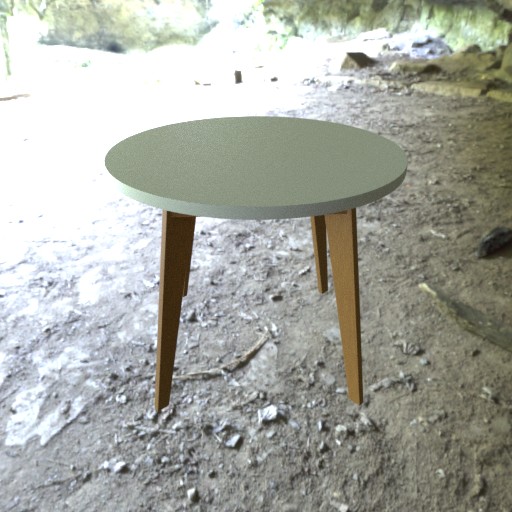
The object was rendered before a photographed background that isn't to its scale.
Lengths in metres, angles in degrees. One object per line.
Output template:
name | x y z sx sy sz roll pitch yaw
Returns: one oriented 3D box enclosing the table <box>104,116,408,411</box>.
table | 0.000 0.000 1.551 0.896 0.762 0.896 0 30 0
